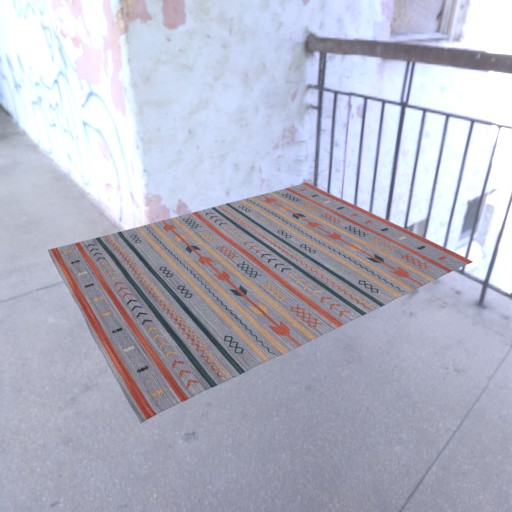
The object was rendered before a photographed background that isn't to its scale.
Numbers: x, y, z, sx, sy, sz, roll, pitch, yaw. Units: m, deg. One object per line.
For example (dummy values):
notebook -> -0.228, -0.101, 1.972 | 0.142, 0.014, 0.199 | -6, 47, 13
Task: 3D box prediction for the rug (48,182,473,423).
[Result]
rug -> 0.000, 0.000, 3.913 | 3.029, 0.022, 2.263 | -19, 35, -29
